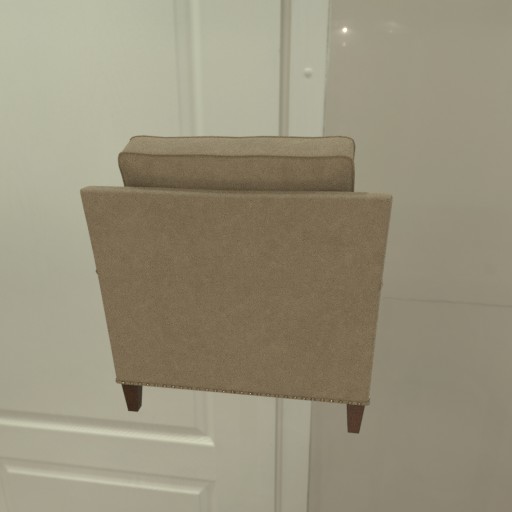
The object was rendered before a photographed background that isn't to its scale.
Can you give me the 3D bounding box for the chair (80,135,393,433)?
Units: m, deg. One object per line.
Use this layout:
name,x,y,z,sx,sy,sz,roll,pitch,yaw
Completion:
chair,0.000,0.000,1.737,0.853,0.943,1.014,3,18,8
